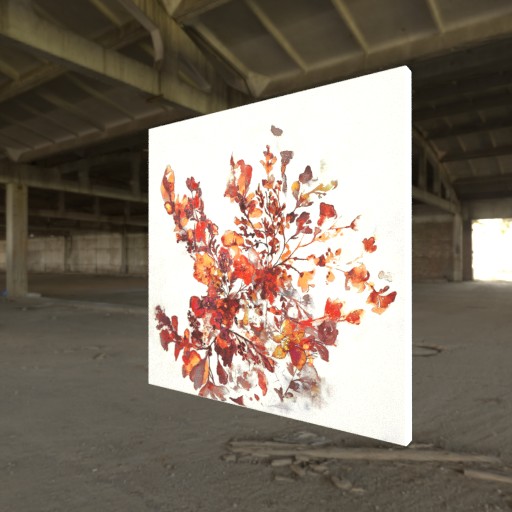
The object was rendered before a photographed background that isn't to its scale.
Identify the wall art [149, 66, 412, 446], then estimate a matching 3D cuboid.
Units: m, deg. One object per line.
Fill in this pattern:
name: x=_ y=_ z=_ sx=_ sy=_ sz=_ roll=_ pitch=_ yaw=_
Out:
wall art: x=0.000 y=0.000 z=1.113 sx=0.757 sy=0.757 sz=0.037 roll=0 pitch=0 yaw=35
